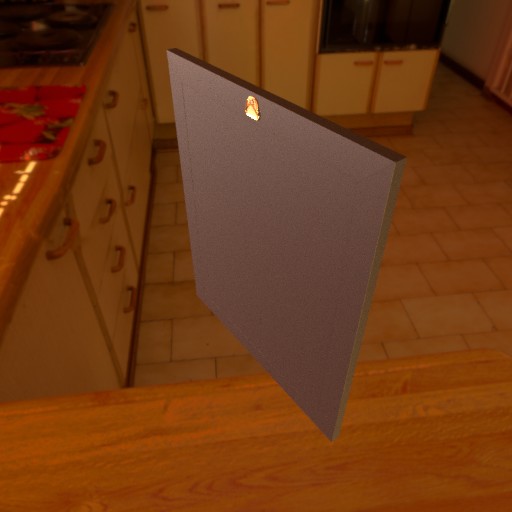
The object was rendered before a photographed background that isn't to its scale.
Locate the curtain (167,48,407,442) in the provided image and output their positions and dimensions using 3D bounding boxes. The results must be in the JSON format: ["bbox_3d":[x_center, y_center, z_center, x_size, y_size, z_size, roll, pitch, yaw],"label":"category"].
[{"bbox_3d":[0.000,0.000,0.789,0.027,0.585,0.483,-26,47,-27],"label":"curtain"}]
